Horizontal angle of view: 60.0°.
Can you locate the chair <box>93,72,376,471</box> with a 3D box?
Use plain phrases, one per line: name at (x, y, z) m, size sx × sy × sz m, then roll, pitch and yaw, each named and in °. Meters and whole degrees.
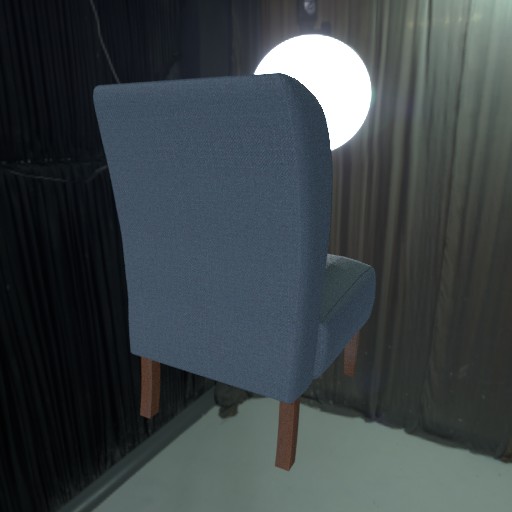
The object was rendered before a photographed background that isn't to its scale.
chair at (0.000, 0.000, 1.149) m, size 0.513 × 0.804 × 0.592 m, roll 8°, pitch 18°, yaw 27°
